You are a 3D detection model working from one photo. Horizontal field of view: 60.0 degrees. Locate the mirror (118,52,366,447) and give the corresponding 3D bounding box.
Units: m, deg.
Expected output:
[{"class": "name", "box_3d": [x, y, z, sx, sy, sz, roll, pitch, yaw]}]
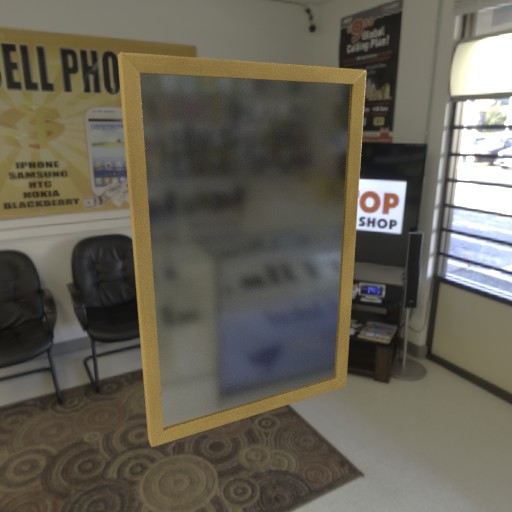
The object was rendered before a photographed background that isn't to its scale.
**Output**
[{"class": "mirror", "box_3d": [0.000, 0.000, 1.138, 0.609, 0.915, 0.040, -8, 18, -26]}]
